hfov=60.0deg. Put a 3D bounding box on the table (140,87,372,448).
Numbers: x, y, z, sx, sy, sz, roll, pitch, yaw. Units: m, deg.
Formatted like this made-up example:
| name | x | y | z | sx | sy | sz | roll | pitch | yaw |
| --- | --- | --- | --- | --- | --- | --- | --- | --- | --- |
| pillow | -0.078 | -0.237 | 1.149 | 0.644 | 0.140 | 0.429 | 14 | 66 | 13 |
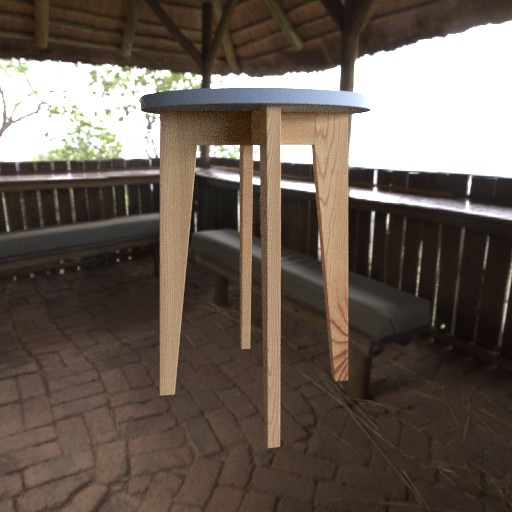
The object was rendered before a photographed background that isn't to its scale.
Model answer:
| name | x | y | z | sx | sy | sz | roll | pitch | yaw |
| --- | --- | --- | --- | --- | --- | --- | --- | --- | --- |
| table | 0.000 | 0.000 | 0.751 | 0.350 | 0.500 | 0.350 | 0 | 15 | 0 |
